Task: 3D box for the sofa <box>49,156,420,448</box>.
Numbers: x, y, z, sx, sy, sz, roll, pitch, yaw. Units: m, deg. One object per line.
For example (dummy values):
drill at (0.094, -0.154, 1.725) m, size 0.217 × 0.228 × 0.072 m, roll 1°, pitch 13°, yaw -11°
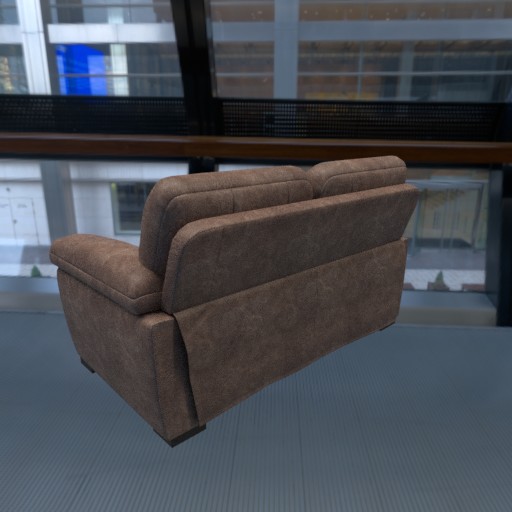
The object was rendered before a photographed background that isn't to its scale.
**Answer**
sofa at (0.000, 0.000, 2.310) m, size 1.753 × 0.991 × 0.991 m, roll -15°, pitch 22°, yaw -41°
